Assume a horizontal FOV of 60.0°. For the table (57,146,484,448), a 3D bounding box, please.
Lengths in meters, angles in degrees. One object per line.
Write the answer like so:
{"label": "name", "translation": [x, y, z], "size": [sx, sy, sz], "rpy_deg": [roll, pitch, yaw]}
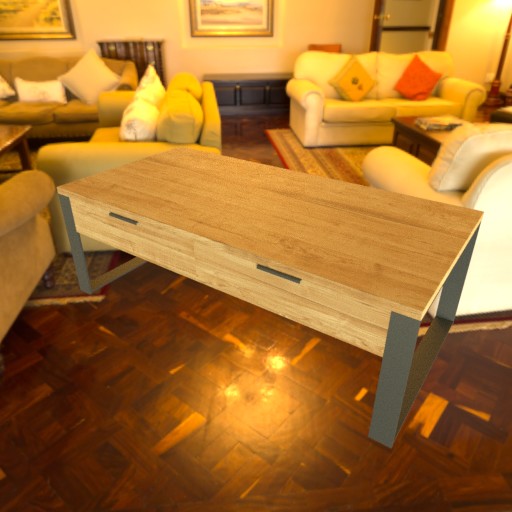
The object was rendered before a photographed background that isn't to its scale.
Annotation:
{"label": "table", "translation": [0.000, 0.000, 1.447], "size": [1.180, 0.400, 0.590], "rpy_deg": [19, 35, 30]}
